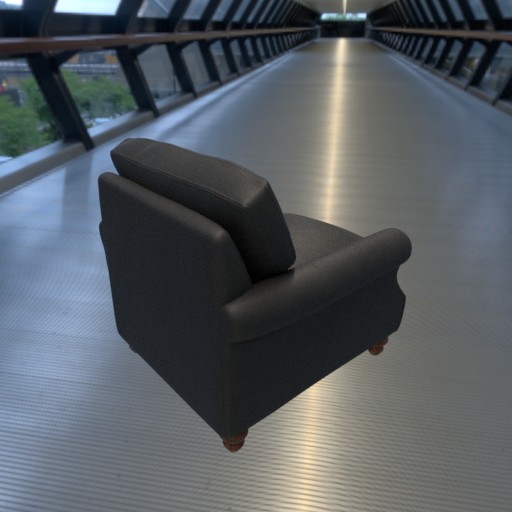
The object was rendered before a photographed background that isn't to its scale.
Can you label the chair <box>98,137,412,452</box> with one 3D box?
[{"bbox_3d":[0.000,0.000,1.808,1.027,0.960,1.015,-18,31,-32],"label":"chair"}]
